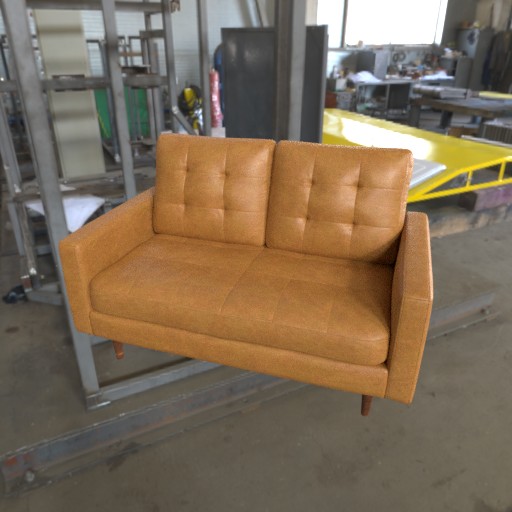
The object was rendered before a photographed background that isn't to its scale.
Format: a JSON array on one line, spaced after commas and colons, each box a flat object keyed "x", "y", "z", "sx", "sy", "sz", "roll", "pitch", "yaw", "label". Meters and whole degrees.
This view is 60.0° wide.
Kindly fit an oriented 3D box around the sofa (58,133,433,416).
[{"x": 0.000, "y": 0.000, "z": 1.954, "sx": 1.430, "sy": 0.898, "sz": 0.868, "roll": 8, "pitch": 27, "yaw": 16, "label": "sofa"}]
